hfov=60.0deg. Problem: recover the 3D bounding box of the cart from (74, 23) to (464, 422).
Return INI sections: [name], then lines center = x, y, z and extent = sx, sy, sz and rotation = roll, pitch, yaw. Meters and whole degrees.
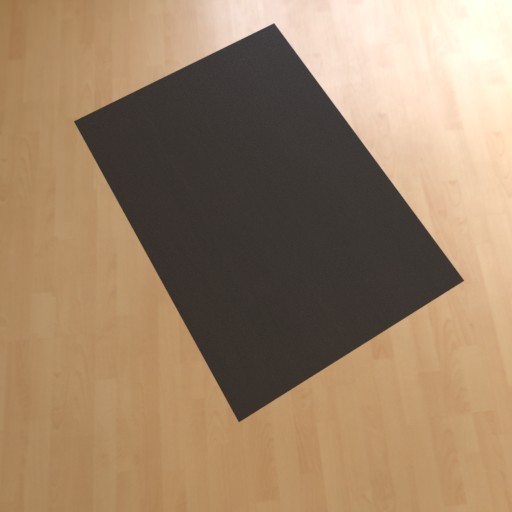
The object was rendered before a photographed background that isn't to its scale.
[cart]
center = 0.000, 0.000, 1.240
extent = 0.456, 0.879, 0.660
rotation = -30, 76, -8
